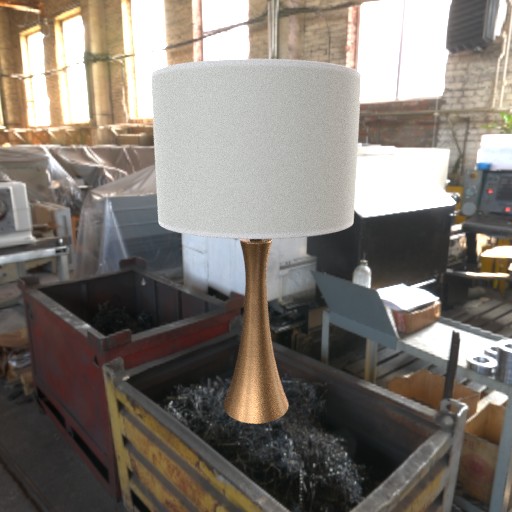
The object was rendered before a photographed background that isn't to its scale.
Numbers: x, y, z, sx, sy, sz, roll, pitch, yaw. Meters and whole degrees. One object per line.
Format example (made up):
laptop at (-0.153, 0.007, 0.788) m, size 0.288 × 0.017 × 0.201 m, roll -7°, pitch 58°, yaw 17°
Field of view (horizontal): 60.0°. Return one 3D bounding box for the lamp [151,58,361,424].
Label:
lamp at (0.000, 0.000, 0.636) m, size 0.268 × 0.479 × 0.268 m, roll 2°, pitch 14°, yaw 9°
